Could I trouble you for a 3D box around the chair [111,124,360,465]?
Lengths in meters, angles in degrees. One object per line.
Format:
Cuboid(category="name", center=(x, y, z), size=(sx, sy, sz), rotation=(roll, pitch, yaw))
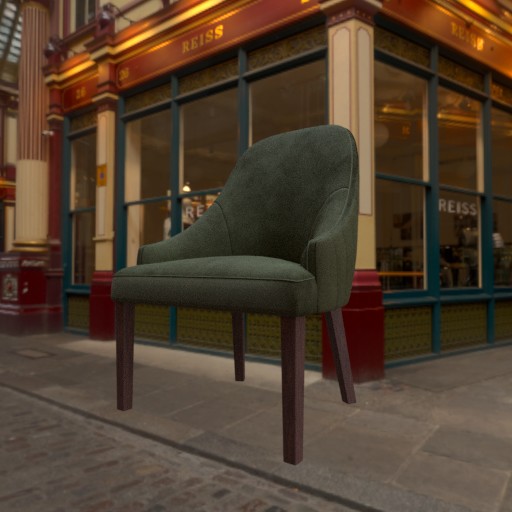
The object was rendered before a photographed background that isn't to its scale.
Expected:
Cuboid(category="chair", center=(0.000, 0.000, 1.327), size=(0.643, 0.889, 0.575), rotation=(-1, -1, 36))
